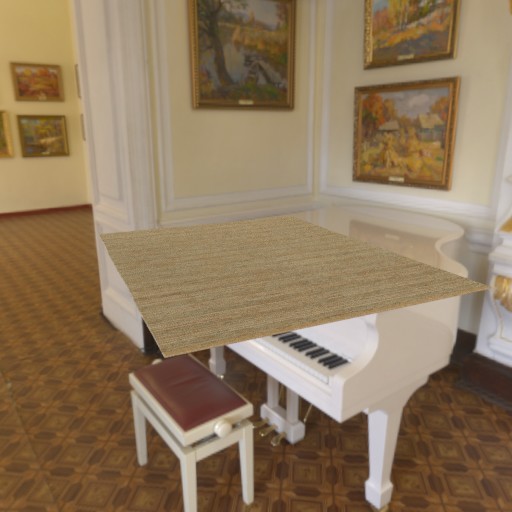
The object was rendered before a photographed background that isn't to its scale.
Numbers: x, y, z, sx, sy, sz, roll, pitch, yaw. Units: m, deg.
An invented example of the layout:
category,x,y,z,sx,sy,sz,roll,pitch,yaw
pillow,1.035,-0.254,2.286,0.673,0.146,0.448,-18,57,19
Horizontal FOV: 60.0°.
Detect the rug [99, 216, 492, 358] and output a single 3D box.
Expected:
category,x,y,z,sx,sy,sz,roll,pitch,yaw
rug,0.000,0.000,4.112,2.471,0.012,3.034,-7,18,-24
